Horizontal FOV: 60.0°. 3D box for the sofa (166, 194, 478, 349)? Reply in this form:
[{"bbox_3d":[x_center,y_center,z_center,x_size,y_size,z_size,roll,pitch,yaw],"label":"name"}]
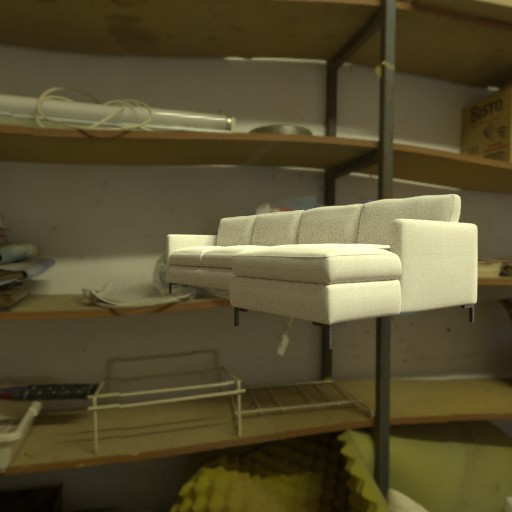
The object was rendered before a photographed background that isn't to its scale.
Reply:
[{"bbox_3d":[0.000,0.000,2.944,1.126,0.677,2.445,0,1,-36],"label":"sofa"}]
